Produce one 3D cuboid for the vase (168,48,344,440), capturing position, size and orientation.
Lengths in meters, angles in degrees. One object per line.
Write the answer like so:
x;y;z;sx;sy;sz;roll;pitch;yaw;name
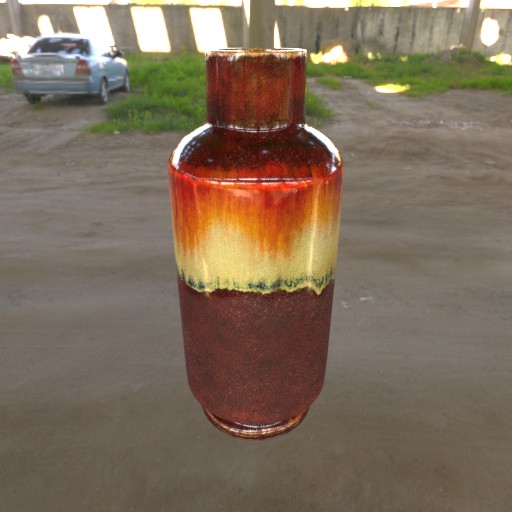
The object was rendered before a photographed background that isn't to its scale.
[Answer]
0.000;0.000;0.309;0.111;0.261;0.111;0;27;0;vase
